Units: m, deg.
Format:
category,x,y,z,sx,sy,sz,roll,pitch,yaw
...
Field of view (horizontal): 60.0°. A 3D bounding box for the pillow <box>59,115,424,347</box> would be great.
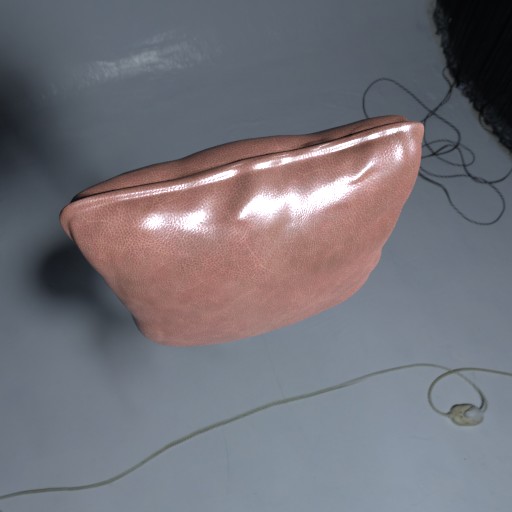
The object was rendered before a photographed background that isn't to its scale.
category,x,y,z,sx,sy,sz,roll,pitch,yaw
pillow,0.000,0.000,0.811,0.532,0.523,0.236,-15,63,-8
